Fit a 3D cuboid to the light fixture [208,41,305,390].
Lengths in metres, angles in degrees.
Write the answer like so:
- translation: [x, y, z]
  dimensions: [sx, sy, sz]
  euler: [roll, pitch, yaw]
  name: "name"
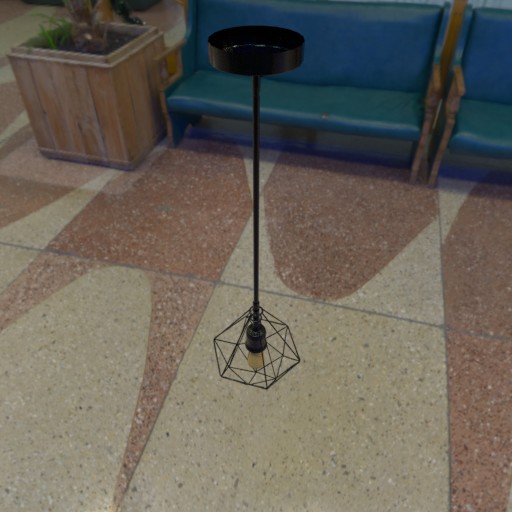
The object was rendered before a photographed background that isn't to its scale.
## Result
- translation: [0.000, 0.000, 1.931]
  dimensions: [0.487, 1.764, 0.431]
  euler: [12, 43, 13]
  name: "light fixture"
